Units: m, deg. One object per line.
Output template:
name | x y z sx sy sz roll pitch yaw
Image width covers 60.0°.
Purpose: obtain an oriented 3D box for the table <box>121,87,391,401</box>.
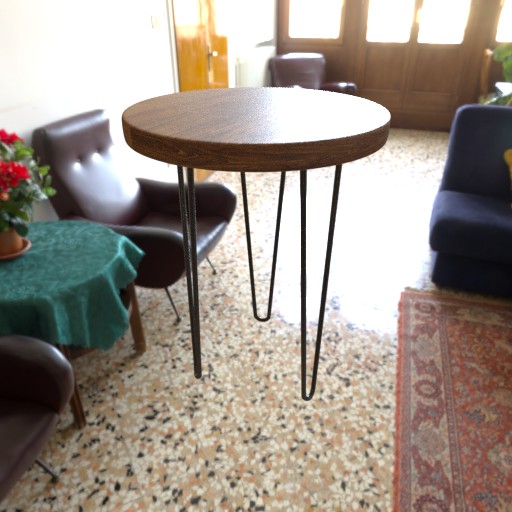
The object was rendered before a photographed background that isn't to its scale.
table | 0.000 0.000 0.806 0.400 0.520 0.400 0 30 0
